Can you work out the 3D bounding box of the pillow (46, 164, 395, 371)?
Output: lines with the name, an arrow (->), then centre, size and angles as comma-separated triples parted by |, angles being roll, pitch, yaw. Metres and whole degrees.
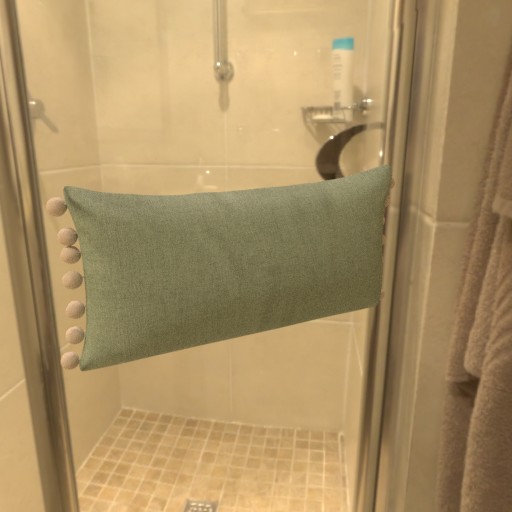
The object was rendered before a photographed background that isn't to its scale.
pillow -> 0.000, 0.000, 0.838 | 0.709, 0.322, 0.201 | -8, 17, -27
